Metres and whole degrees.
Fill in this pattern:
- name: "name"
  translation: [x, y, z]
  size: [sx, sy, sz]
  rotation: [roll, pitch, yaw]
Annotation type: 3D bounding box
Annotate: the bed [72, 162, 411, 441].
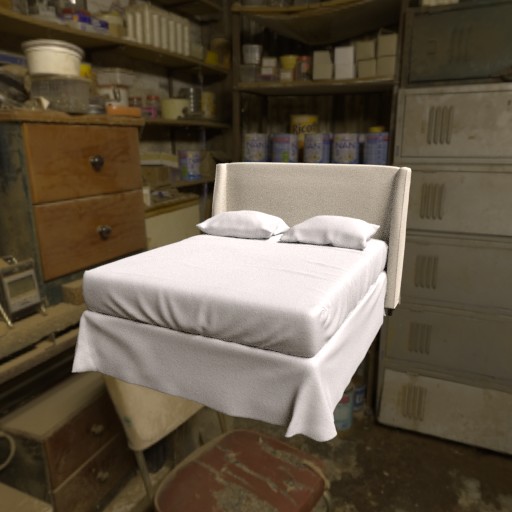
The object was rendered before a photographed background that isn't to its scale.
- name: "bed"
  translation: [0.000, 0.000, 3.449]
  size: [1.925, 1.332, 2.276]
  rotation: [7, 16, 26]
